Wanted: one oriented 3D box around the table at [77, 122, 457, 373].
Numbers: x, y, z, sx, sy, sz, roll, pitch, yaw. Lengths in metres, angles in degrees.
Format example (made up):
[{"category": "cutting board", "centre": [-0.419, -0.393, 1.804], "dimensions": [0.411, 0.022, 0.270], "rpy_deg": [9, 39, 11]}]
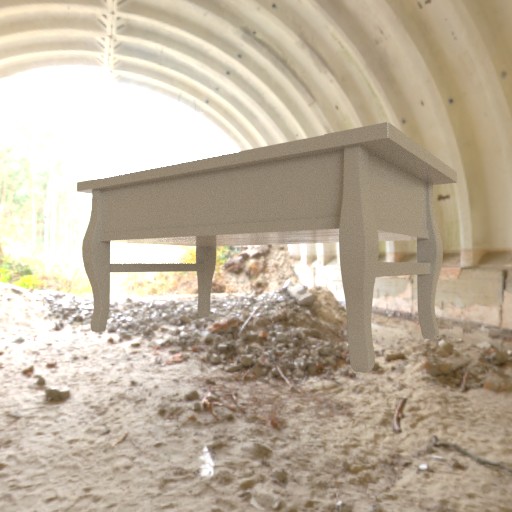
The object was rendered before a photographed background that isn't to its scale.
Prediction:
[{"category": "table", "centre": [0.000, 0.000, 1.399], "dimensions": [1.062, 0.495, 0.600], "rpy_deg": [-1, -1, 36]}]
